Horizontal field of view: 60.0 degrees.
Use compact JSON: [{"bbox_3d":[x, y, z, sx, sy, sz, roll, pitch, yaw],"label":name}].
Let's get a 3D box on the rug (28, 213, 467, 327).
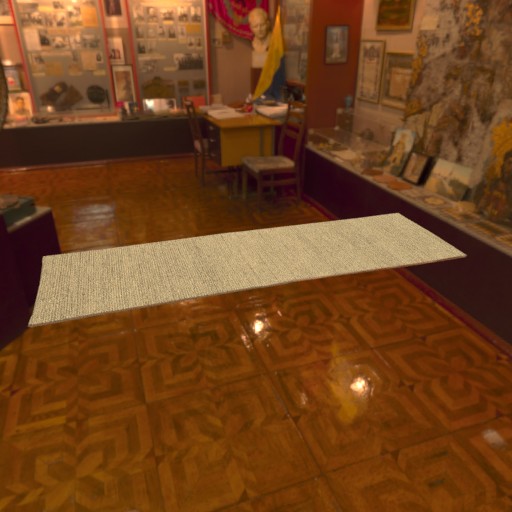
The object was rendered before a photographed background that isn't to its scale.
[{"bbox_3d":[0.000,0.000,2.524,2.320,0.032,0.692,-8,28,-15],"label":"rug"}]
